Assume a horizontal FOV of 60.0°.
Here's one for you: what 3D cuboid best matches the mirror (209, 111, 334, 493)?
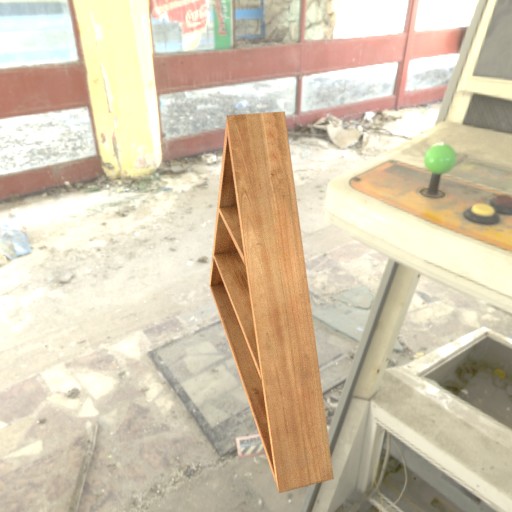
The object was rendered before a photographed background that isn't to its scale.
[{"bbox_3d":[0.000,0.000,0.870,0.100,0.548,0.631,-8,32,-14],"label":"mirror"}]
